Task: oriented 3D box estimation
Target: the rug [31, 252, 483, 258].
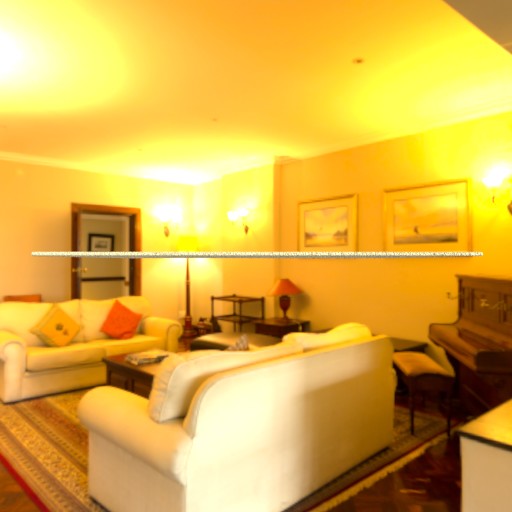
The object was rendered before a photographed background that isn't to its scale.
[{"bbox_3d":[0.000,0.000,4.180,3.047,0.029,2.438,0,-1,-1],"label":"rug"}]
